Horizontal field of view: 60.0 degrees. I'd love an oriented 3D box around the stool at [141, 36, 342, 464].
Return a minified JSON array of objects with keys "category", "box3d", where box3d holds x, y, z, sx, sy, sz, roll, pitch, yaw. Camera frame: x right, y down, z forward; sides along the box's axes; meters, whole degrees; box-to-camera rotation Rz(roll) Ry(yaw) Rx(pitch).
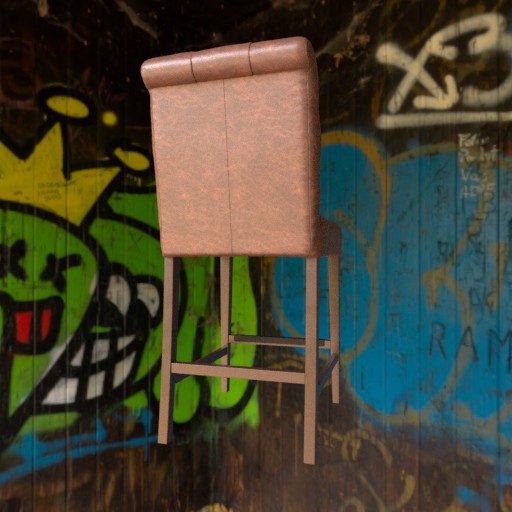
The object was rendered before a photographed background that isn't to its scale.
[{"category":"stool","box3d":[0.000,0.000,1.431,0.486,1.084,0.660,0,0,17]}]
